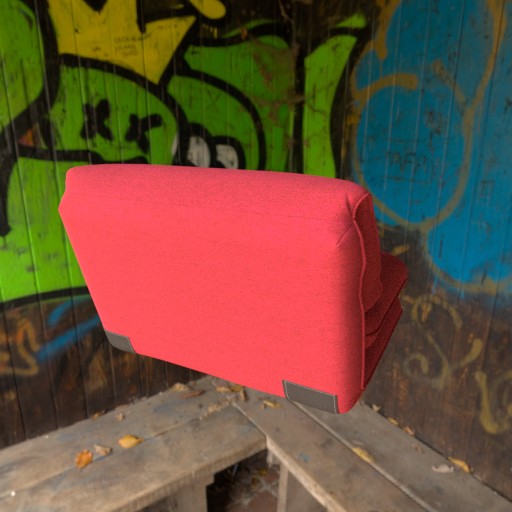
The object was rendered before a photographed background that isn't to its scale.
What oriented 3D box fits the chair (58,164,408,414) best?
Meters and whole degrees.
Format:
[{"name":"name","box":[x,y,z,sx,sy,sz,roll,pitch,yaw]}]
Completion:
[{"name":"chair","box":[0.000,0.000,1.352,0.820,0.580,0.780,9,19,26]}]
